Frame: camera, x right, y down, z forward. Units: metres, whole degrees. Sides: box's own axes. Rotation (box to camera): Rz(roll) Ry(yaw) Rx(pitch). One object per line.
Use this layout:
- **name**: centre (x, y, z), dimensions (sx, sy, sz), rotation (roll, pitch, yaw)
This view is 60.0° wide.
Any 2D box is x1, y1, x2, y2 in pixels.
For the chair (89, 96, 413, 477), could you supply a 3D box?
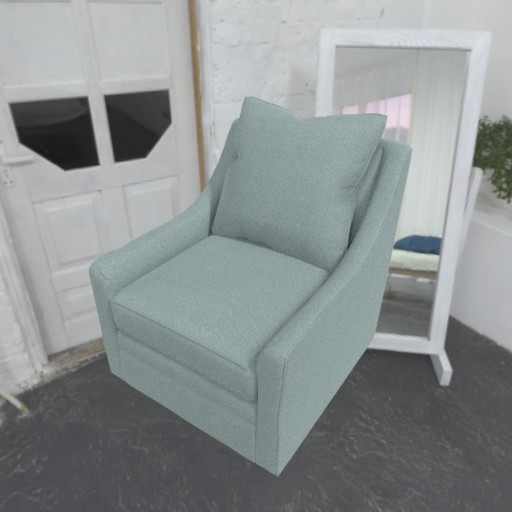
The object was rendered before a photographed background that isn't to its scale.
- **chair**: centre (0.000, 0.000, 1.583), dimensions (0.760, 0.926, 0.870), rotation (19, 36, 29)
